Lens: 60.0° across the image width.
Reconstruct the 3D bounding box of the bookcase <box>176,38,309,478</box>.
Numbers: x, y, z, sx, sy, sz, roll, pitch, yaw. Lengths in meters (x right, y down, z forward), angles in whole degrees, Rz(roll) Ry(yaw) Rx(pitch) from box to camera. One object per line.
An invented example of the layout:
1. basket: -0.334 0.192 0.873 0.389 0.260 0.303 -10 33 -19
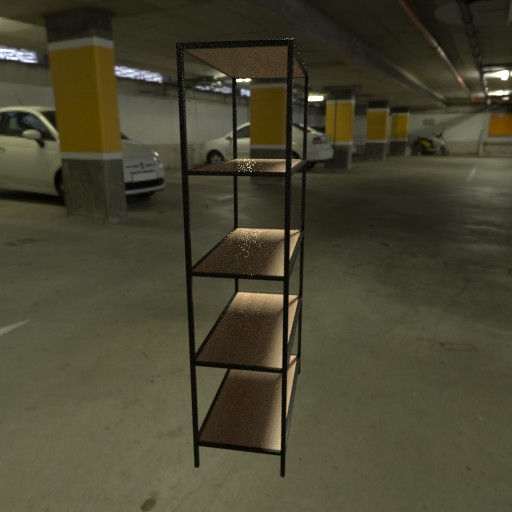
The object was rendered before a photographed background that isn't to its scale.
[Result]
1. bookcase: 0.000 0.000 1.848 0.350 1.500 0.770 3 15 9
